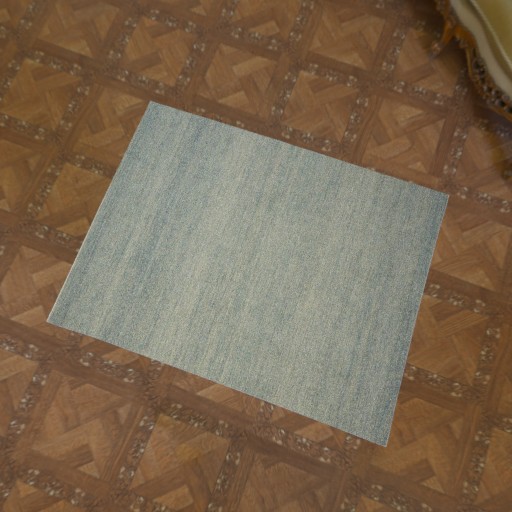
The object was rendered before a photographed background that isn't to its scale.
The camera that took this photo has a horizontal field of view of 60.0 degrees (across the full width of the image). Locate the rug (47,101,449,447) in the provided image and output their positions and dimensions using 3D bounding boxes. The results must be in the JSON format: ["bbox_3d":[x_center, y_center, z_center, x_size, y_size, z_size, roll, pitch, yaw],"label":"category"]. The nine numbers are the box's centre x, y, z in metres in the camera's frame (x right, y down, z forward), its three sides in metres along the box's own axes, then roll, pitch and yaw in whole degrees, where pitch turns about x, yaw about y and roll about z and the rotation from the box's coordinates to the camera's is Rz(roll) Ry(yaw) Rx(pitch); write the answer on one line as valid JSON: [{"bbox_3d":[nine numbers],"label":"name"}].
[{"bbox_3d":[0.000,0.000,4.231,3.237,0.046,2.461,19,76,5],"label":"rug"}]
